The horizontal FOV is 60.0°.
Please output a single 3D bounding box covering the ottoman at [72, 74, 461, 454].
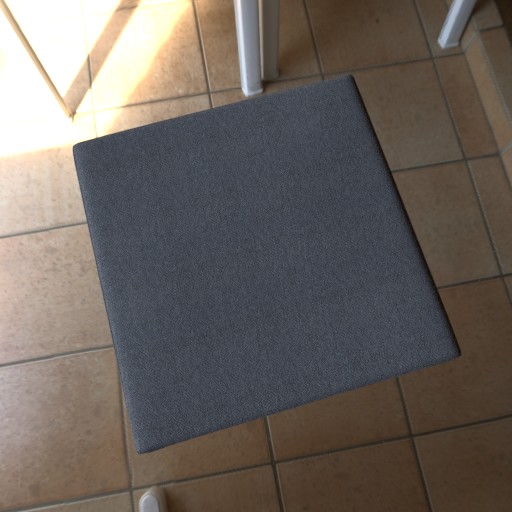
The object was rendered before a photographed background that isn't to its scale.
[{"bbox_3d":[0.000,0.000,1.497,0.970,0.378,0.981,-16,77,-4],"label":"ottoman"}]
